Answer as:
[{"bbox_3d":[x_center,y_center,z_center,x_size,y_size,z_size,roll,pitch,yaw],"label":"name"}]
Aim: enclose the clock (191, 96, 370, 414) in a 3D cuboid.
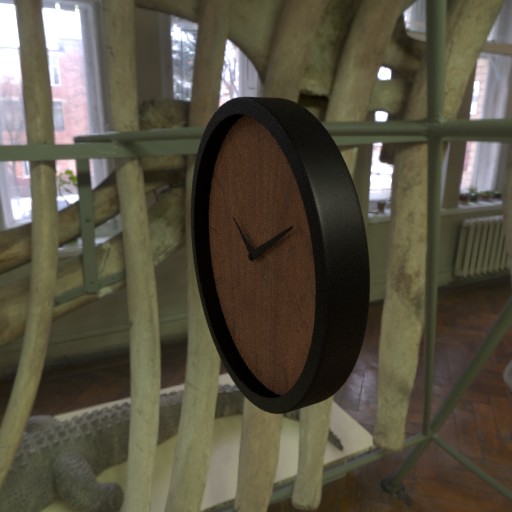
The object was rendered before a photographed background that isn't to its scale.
[{"bbox_3d":[0.000,0.000,0.465,0.040,0.314,0.314,-8,18,-25],"label":"clock"}]
